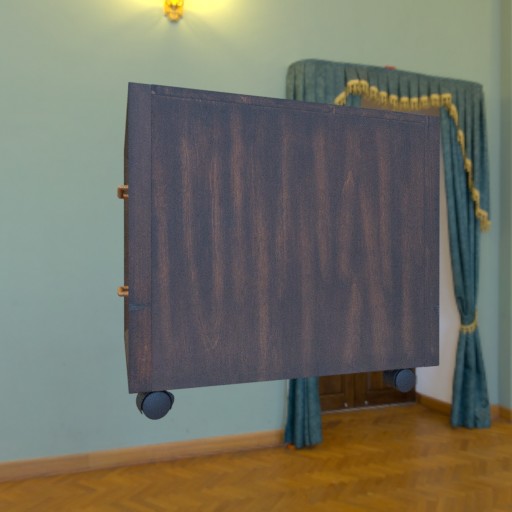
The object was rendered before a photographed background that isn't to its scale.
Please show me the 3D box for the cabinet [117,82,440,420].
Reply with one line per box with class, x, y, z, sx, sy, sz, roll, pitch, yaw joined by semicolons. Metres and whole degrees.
cabinet;0.000;0.000;0.838;0.500;0.455;0.402;0;0;-17
